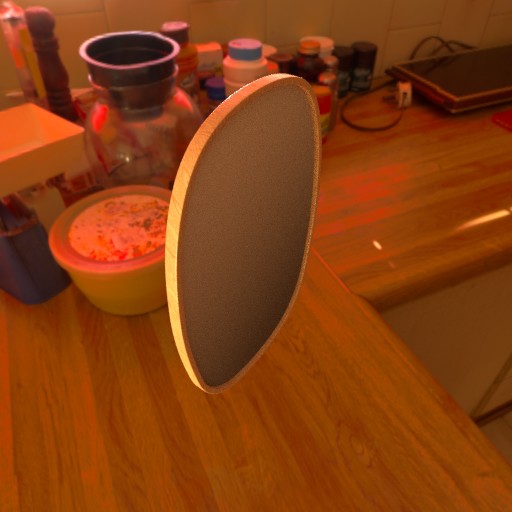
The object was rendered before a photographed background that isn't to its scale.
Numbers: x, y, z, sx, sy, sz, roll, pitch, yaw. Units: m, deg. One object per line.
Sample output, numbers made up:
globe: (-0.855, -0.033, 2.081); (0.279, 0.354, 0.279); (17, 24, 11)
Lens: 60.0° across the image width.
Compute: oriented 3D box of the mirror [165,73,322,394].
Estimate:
mirror: (0.000, 0.000, 1.391); (0.037, 1.075, 0.724); (26, 48, 25)
